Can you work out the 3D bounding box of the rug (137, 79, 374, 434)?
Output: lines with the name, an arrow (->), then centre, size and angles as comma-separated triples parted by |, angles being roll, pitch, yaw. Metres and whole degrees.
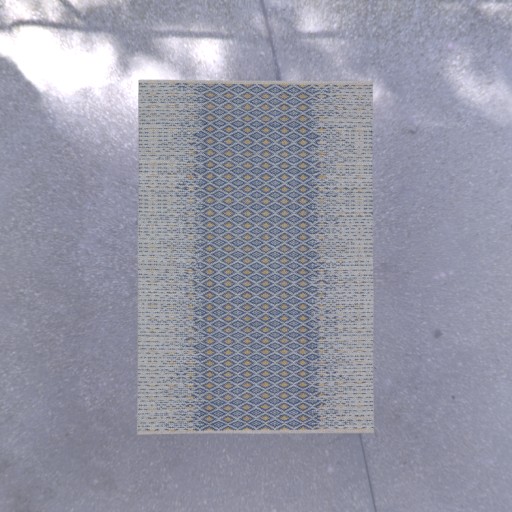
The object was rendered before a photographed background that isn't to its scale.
rug -> 0.000, 0.000, 2.291 | 1.219, 0.005, 1.828 | 0, 89, -1
